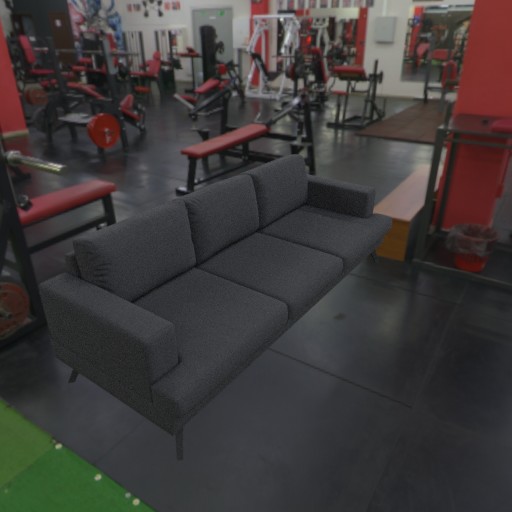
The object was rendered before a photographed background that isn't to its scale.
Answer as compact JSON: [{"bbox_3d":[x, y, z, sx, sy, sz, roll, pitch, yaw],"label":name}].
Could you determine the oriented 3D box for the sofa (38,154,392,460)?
[{"bbox_3d":[0.000,0.000,2.763,0.920,0.810,2.310,18,33,31],"label":"sofa"}]
